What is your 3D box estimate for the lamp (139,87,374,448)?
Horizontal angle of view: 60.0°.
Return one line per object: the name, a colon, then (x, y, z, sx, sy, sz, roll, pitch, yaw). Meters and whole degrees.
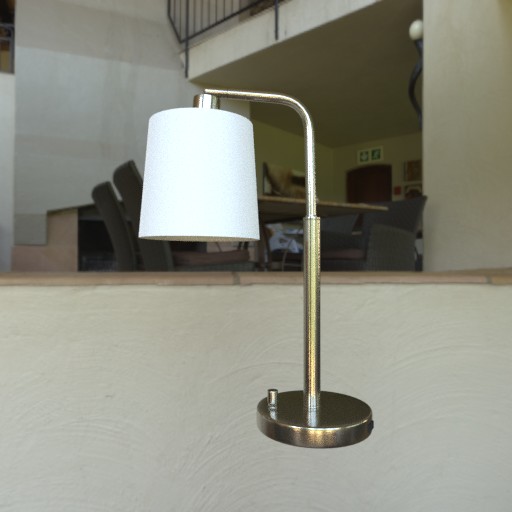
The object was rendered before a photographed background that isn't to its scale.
lamp: (0.000, 0.000, 0.640, 0.333, 0.489, 0.171, 0, 0, -1)
